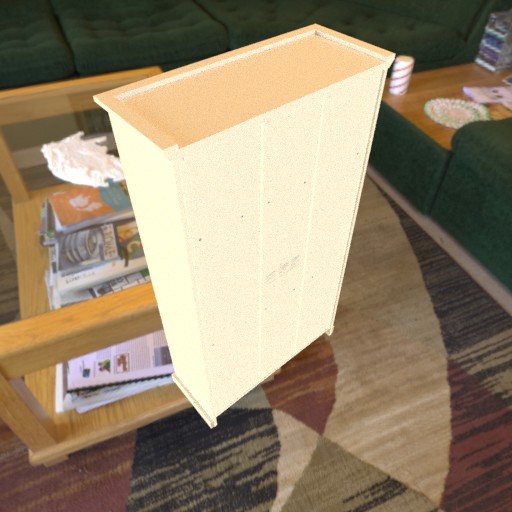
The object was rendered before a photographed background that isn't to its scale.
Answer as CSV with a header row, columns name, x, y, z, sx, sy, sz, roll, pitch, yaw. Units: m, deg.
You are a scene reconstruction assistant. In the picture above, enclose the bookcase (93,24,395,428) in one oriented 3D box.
name,x,y,z,sx,sy,sz,roll,pitch,yaw
bookcase,0.000,0.000,2.262,1.050,1.880,0.432,-31,53,-27
